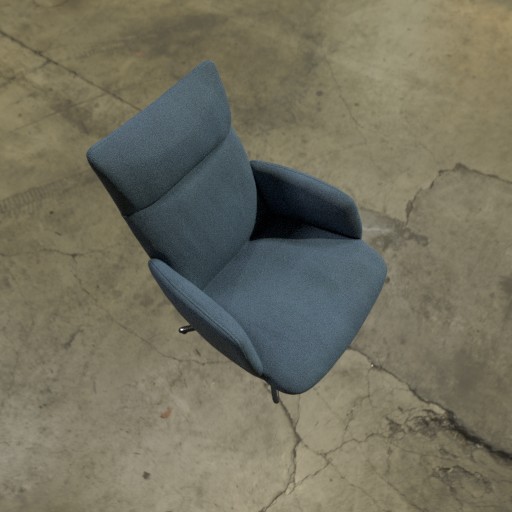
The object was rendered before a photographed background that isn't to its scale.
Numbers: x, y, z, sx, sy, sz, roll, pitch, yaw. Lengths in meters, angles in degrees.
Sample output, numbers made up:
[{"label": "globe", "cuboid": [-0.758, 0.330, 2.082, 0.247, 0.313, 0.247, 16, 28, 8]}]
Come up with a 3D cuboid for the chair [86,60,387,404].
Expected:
[{"label": "chair", "cuboid": [0.000, 0.000, 1.627, 0.889, 1.016, 0.711, 32, 63, 18]}]
